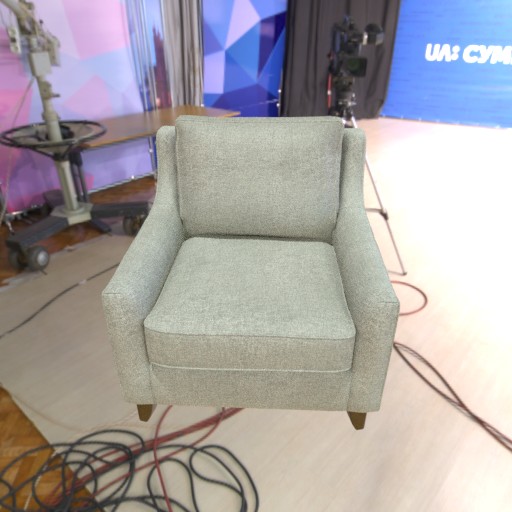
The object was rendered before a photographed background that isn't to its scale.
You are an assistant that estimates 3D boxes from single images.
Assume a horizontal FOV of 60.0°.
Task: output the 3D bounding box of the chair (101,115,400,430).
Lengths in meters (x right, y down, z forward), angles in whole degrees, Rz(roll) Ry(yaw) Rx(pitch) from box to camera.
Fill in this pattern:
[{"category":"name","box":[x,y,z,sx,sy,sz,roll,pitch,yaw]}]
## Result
[{"category":"chair","box":[0.000,0.000,1.582,0.838,0.864,0.918,1,30,2]}]
